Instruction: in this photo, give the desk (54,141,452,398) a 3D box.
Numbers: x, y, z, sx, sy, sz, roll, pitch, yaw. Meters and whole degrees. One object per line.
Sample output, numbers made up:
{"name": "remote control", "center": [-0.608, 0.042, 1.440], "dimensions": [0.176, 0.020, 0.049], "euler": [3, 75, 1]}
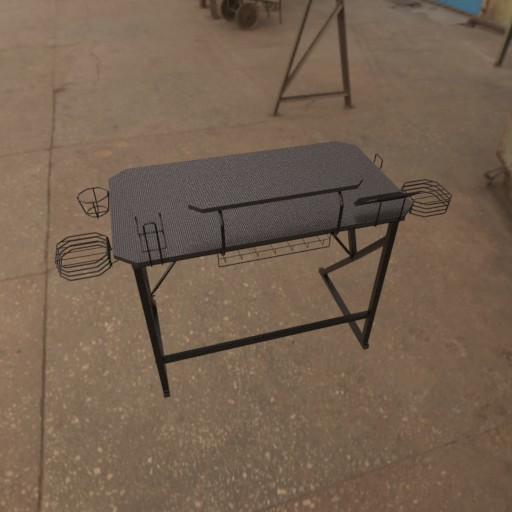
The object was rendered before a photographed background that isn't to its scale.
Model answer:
{"name": "desk", "center": [0.000, 0.000, 1.704], "dimensions": [1.290, 0.880, 0.580], "euler": [-10, 42, -12]}
